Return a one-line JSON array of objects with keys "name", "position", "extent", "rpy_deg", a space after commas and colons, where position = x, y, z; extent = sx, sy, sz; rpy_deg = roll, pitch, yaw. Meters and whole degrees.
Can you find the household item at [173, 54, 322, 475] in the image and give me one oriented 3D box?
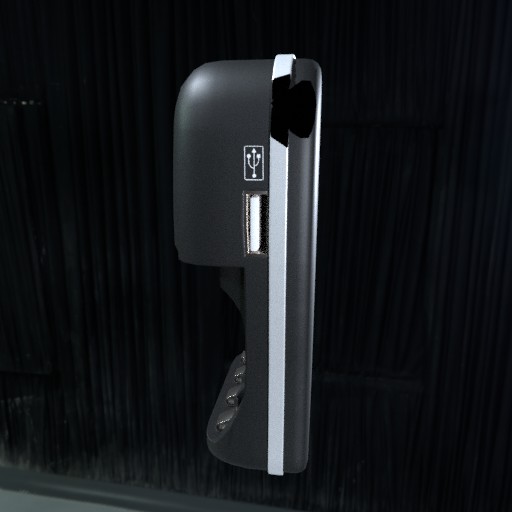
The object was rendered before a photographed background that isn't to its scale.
[{"name": "household item", "position": [0.000, 0.000, 0.143], "extent": [0.038, 0.114, 0.070], "rpy_deg": [2, 15, 8]}]
